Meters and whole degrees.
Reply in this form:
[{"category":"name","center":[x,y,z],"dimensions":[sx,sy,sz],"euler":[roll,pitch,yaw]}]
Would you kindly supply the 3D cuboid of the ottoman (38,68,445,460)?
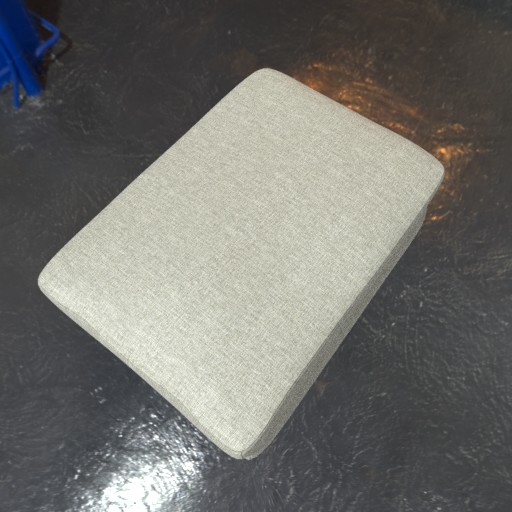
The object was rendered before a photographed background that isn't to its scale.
[{"category":"ottoman","center":[0.000,0.000,1.227],"dimensions":[0.639,0.494,0.873],"euler":[35,69,16]}]
